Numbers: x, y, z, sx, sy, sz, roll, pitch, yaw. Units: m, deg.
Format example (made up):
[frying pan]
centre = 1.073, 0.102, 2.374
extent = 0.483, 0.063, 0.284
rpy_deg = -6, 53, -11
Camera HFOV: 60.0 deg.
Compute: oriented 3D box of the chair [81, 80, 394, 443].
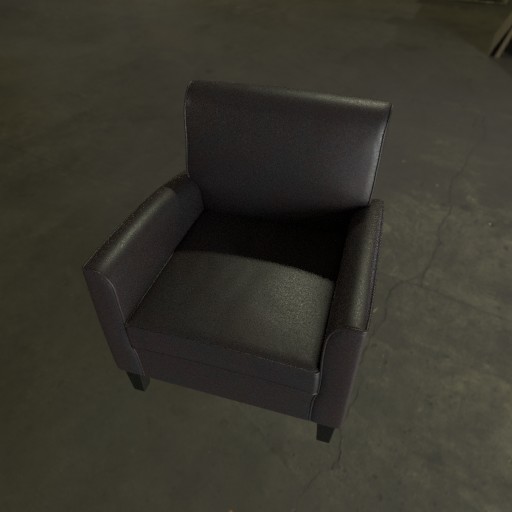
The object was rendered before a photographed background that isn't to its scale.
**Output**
[chair]
centre = 0.000, 0.000, 1.575
extent = 0.820, 0.916, 0.819
rpy_deg = 11, 43, 12
